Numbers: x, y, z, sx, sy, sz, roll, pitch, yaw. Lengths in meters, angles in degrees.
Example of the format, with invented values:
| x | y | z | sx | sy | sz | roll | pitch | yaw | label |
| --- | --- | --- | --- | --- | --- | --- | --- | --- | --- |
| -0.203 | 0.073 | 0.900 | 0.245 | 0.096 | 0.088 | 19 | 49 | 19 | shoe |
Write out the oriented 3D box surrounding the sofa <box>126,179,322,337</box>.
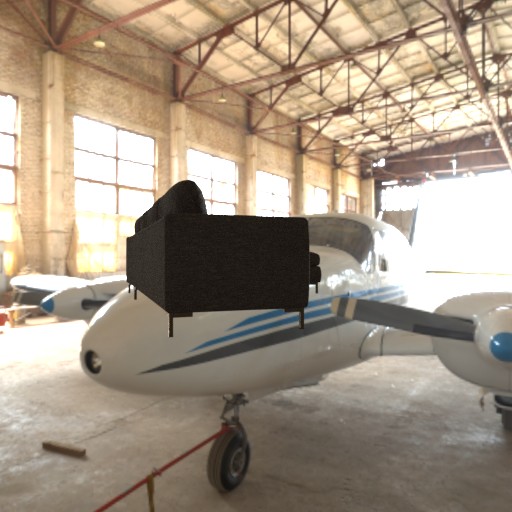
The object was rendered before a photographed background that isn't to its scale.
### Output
| x | y | z | sx | sy | sz | roll | pitch | yaw | label |
| --- | --- | --- | --- | --- | --- | --- | --- | --- | --- |
| 0.000 | 0.000 | 3.875 | 2.007 | 0.815 | 2.949 | 0 | 0 | -20 | sofa |
